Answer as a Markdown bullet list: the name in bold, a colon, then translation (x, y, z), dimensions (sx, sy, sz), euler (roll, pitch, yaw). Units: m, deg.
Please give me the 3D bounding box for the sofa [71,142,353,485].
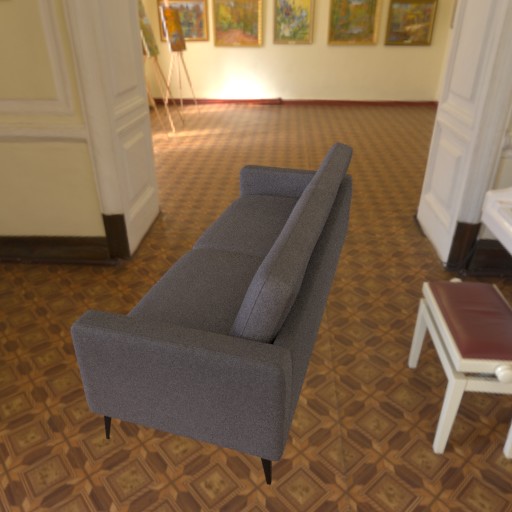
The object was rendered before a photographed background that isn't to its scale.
- **sofa**: translation (0.000, 0.000, 2.297), dimensions (0.774, 0.828, 1.925), euler (8, 30, 15)
